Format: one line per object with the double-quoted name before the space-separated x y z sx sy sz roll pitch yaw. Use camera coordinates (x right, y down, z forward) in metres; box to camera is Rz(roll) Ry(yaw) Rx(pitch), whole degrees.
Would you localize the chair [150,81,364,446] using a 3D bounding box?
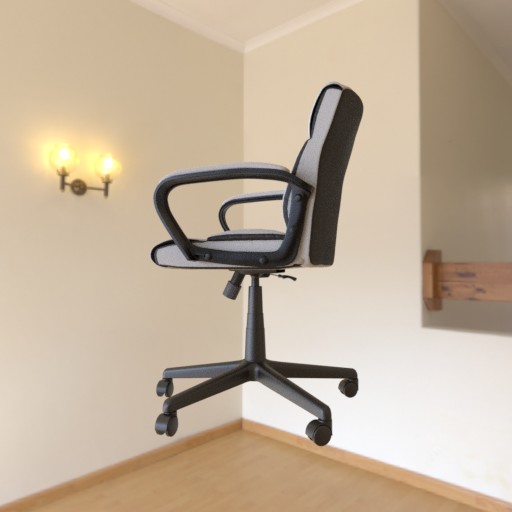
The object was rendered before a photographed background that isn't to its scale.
"chair" 0.000 0.000 1.513 0.717 1.004 0.739 0 -1 18
